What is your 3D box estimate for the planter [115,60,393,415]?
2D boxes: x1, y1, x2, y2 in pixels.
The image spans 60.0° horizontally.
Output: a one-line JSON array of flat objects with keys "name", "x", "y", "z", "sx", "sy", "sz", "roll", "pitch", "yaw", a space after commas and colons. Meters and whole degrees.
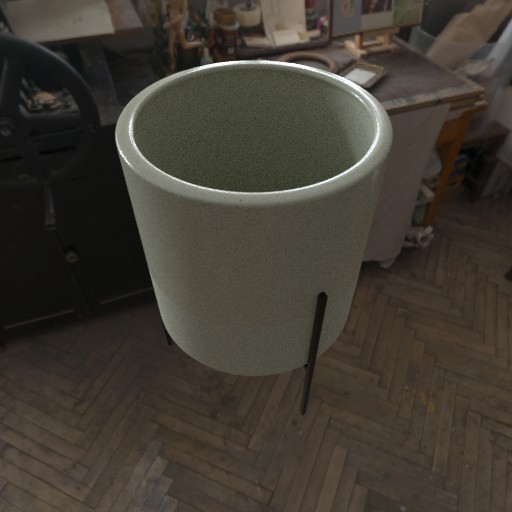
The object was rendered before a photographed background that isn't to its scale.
[{"name": "planter", "x": 0.000, "y": 0.000, "z": 0.684, "sx": 0.314, "sy": 0.475, "sz": 0.323, "roll": 22, "pitch": 50, "yaw": 20}]
